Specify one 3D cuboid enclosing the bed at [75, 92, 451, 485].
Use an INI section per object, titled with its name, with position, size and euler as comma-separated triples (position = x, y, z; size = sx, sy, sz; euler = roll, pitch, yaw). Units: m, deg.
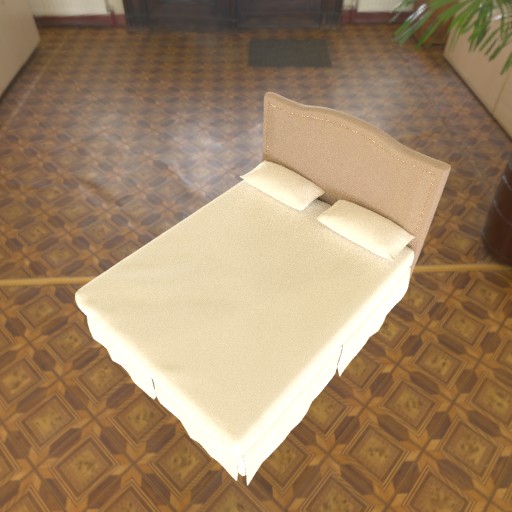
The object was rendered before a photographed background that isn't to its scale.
[bed]
position = 0.000, 0.000, 3.396
size = 1.821, 1.436, 2.282
euler = 33, 55, 27
